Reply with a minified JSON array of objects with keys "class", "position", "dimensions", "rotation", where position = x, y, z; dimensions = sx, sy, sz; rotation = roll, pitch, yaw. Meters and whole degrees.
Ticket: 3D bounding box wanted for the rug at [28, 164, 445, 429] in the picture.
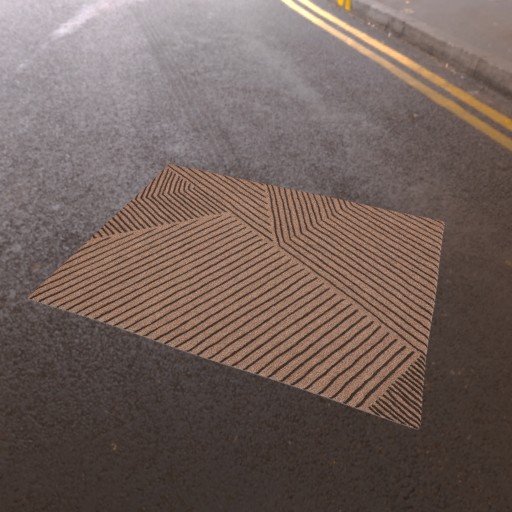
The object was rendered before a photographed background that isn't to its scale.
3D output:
[{"class":"rug","position":[0.000,0.000,3.153],"dimensions":[2.449,0.028,1.829],"rotation":[14,43,16]}]
